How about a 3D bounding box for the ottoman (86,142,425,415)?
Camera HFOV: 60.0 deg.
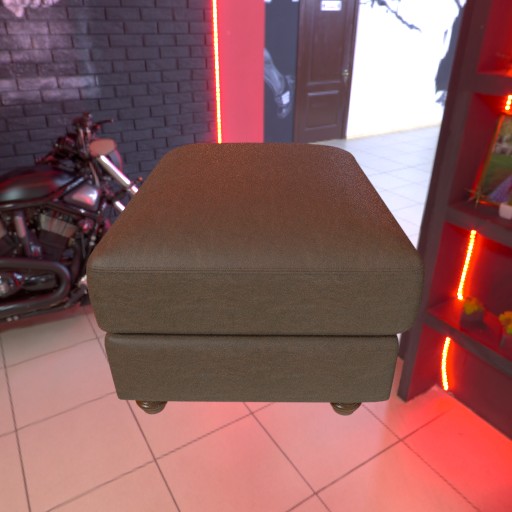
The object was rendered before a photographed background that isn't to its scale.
[{"bbox_3d":[0.000,0.000,1.183,0.635,0.508,0.787,0,28,0],"label":"ottoman"}]
